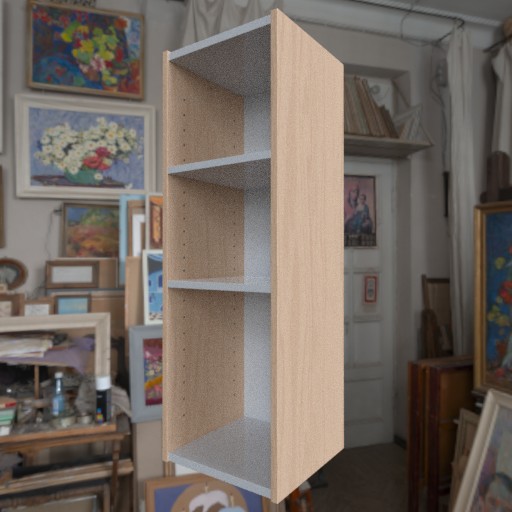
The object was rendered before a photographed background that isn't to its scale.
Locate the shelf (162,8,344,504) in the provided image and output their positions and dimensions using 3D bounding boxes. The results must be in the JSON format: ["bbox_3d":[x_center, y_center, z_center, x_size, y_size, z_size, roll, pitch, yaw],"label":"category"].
[{"bbox_3d":[0.000,0.000,1.009,0.300,0.900,0.290,0,0,35],"label":"shelf"}]
